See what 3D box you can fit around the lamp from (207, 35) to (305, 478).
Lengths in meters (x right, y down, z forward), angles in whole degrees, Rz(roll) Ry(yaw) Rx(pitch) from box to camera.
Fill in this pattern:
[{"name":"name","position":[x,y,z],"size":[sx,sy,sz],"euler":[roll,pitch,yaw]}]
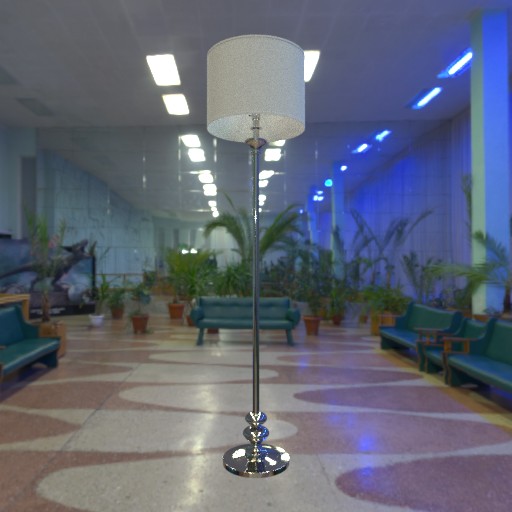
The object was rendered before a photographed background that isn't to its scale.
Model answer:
[{"name":"lamp","position":[0.000,0.000,1.609],"size":[0.356,1.487,0.356],"euler":[0,-1,0]}]
